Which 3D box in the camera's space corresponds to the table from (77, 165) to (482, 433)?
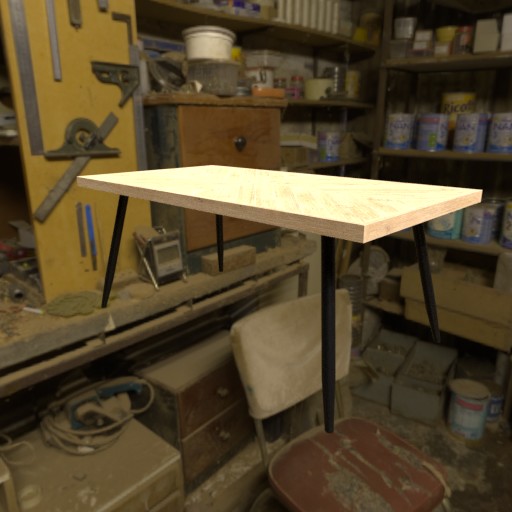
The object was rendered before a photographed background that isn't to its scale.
[{"bbox_3d":[0.000,0.000,2.309,1.803,0.762,0.991,15,22,42],"label":"table"}]
